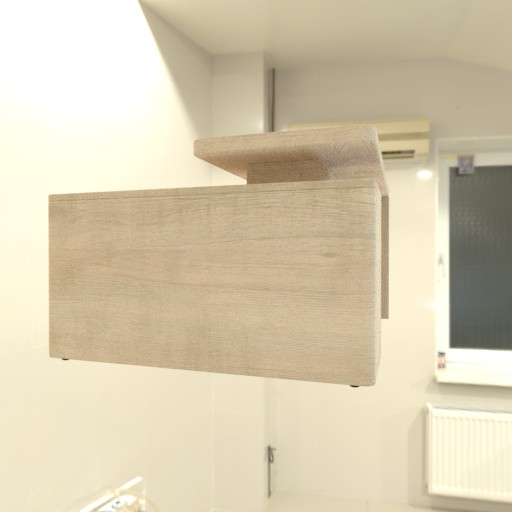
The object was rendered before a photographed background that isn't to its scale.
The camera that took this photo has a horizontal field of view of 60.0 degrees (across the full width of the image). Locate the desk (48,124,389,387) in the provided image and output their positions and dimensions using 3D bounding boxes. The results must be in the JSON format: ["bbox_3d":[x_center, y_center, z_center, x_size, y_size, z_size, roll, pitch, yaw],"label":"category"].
[{"bbox_3d":[0.000,0.000,2.110,1.175,0.770,1.400,0,0,18],"label":"desk"}]
